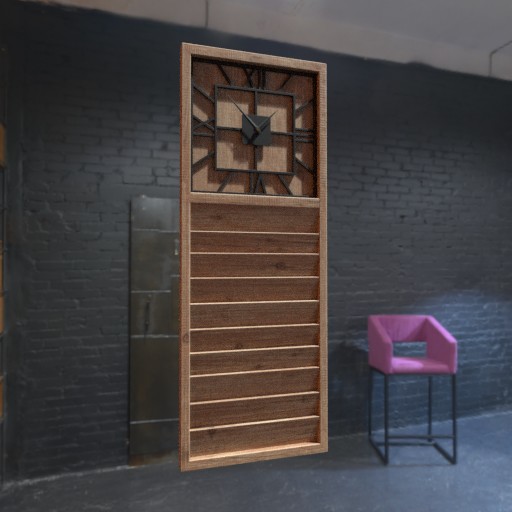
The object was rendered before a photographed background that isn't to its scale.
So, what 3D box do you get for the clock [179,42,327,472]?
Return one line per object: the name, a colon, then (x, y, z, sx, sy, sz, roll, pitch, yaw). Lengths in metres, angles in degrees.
clock: (0.000, 0.000, 1.062, 0.361, 0.965, 0.030, 0, -1, -17)
